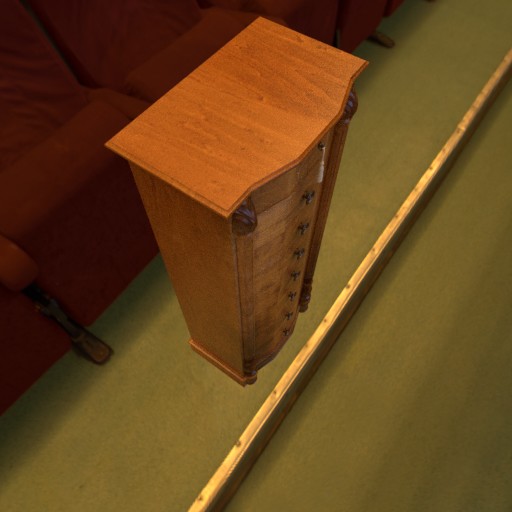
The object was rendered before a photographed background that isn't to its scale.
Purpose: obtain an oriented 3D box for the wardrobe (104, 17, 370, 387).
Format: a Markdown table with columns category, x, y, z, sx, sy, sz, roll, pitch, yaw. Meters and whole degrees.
| category | x | y | z | sx | sy | sz | roll | pitch | yaw |
| --- | --- | --- | --- | --- | --- | --- | --- | --- | --- |
| wardrobe | 0.000 | 0.000 | 1.120 | 0.273 | 0.959 | 0.406 | 32 | 64 | 17 |
